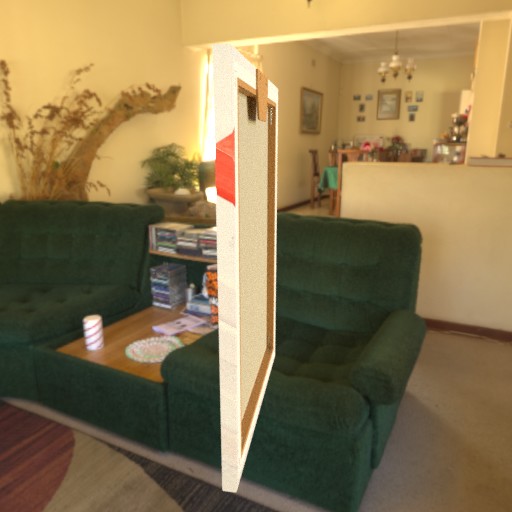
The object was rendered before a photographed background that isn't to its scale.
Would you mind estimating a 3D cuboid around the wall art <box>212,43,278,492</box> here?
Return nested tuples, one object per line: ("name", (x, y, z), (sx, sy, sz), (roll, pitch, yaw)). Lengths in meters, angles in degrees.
("wall art", (0.000, 0.000, 1.097), (0.036, 0.848, 0.613), (2, 15, 9))
